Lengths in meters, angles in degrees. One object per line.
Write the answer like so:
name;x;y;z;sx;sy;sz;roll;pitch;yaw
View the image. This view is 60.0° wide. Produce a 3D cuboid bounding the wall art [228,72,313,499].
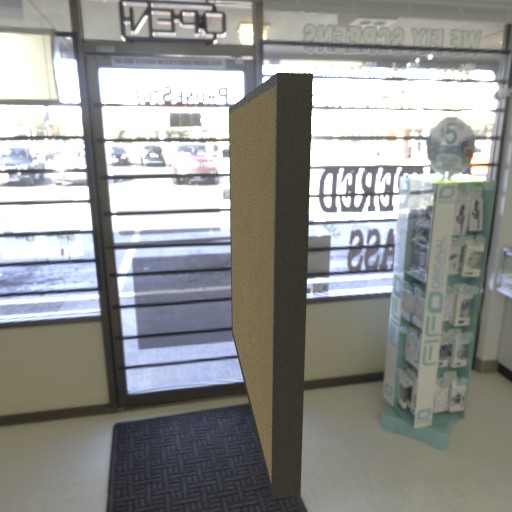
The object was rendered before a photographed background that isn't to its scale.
wall art;0.000;0.000;0.747;0.037;0.507;0.509;-2;15;-9
